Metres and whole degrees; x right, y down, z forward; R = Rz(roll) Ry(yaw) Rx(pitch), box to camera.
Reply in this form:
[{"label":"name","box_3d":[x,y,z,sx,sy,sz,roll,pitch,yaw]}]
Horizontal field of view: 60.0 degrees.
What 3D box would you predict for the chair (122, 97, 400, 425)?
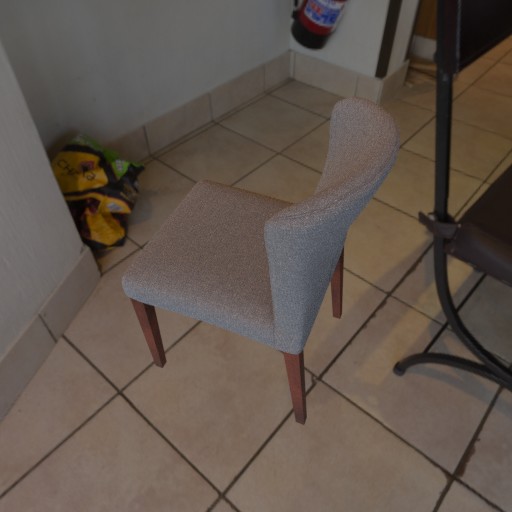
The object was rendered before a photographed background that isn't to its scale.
[{"label":"chair","box_3d":[0.000,0.000,1.220,0.589,0.839,0.491,17,49,15]}]
